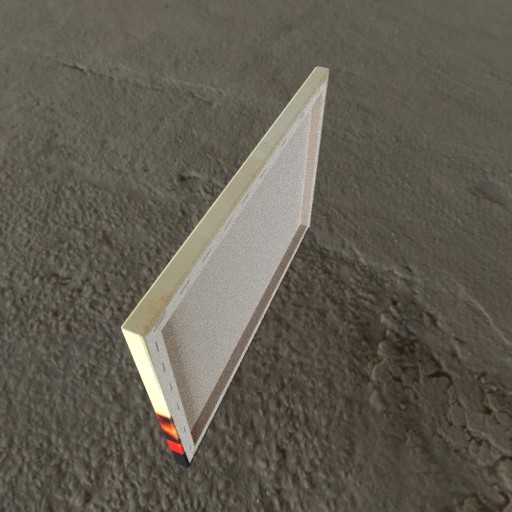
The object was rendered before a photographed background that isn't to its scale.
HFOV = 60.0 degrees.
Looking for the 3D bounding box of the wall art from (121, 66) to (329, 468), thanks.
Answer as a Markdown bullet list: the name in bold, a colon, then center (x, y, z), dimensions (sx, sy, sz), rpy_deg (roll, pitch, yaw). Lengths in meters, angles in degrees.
- **wall art**: center (0.000, 0.000, 1.146), dimensions (0.038, 0.602, 0.918), rpy_deg (18, 50, 15)
